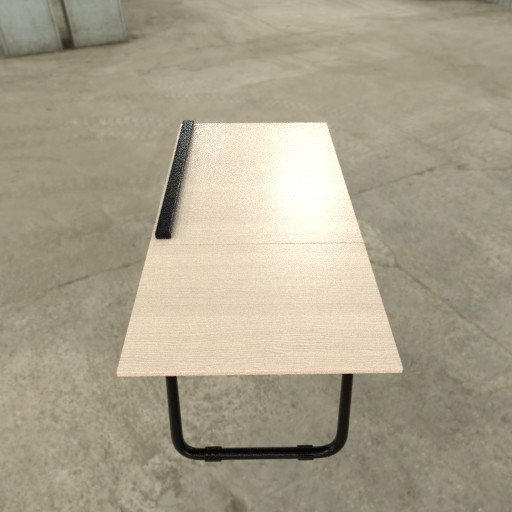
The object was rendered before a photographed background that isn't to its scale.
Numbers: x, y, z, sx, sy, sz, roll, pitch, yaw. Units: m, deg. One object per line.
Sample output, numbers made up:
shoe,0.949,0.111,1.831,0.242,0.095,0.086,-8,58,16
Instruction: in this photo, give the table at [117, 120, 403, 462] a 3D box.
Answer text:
table,0.000,0.000,0.809,0.322,0.242,0.644,-1,41,-1
